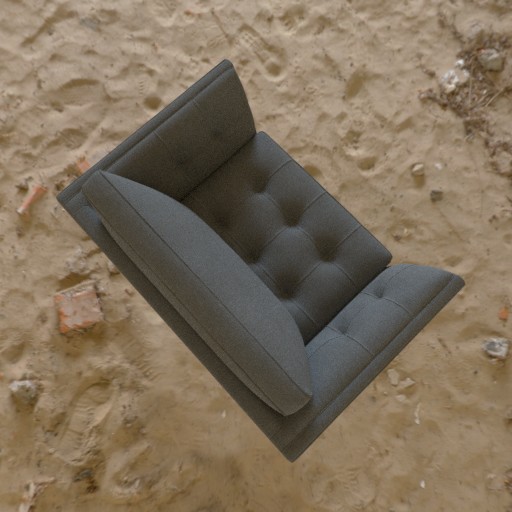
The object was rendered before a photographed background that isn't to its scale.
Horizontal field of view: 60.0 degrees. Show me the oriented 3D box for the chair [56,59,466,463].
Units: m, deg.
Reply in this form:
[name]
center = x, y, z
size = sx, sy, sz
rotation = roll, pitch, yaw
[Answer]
[chair]
center = 0.000, 0.000, 2.065
size = 0.965, 0.942, 1.396
rotation = -42, 80, -9
